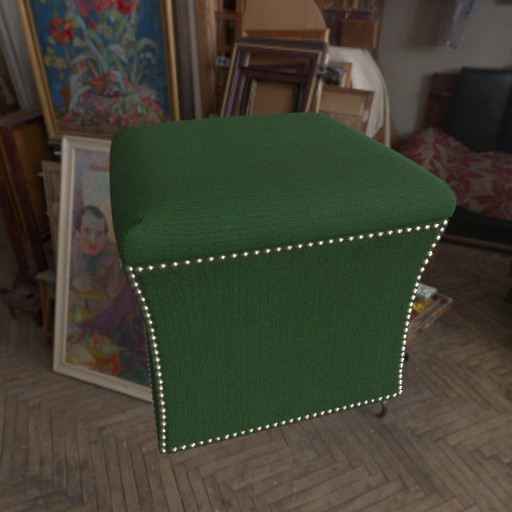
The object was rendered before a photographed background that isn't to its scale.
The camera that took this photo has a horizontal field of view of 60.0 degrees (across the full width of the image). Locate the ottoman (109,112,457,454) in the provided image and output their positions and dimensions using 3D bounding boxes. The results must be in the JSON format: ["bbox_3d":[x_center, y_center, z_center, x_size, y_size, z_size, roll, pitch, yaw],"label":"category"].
[{"bbox_3d":[0.000,0.000,0.890,0.507,0.475,0.497,-8,32,-14],"label":"ottoman"}]
